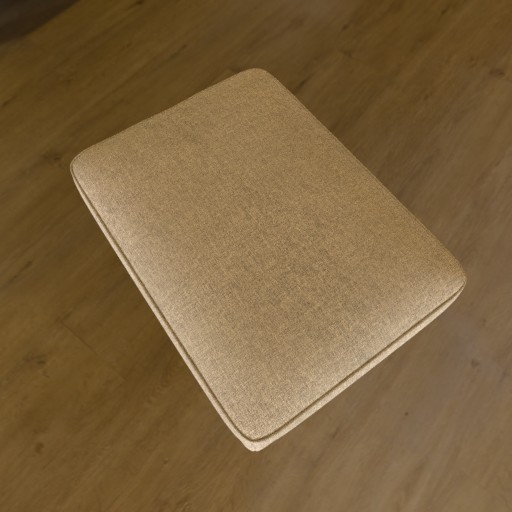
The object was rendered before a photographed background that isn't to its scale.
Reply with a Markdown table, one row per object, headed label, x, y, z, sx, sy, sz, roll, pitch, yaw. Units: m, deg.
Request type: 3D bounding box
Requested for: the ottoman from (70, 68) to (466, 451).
| label | x | y | z | sx | sy | sz | roll | pitch | yaw |
| --- | --- | --- | --- | --- | --- | --- | --- | --- | --- |
| ottoman | 0.000 | 0.000 | 1.301 | 0.661 | 0.561 | 0.889 | -32 | 68 | -15 |
